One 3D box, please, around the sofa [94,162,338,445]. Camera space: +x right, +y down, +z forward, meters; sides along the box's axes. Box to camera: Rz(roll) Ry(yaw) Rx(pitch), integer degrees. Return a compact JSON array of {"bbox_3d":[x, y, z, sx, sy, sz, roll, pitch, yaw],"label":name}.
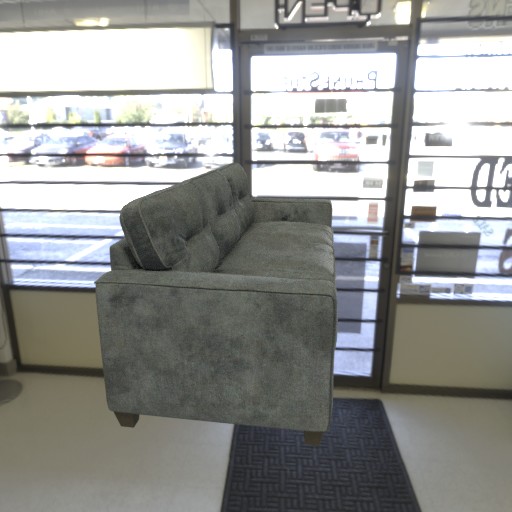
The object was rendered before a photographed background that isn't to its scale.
[{"bbox_3d":[0.000,0.000,2.649,0.939,0.965,2.133,3,16,9],"label":"sofa"}]
